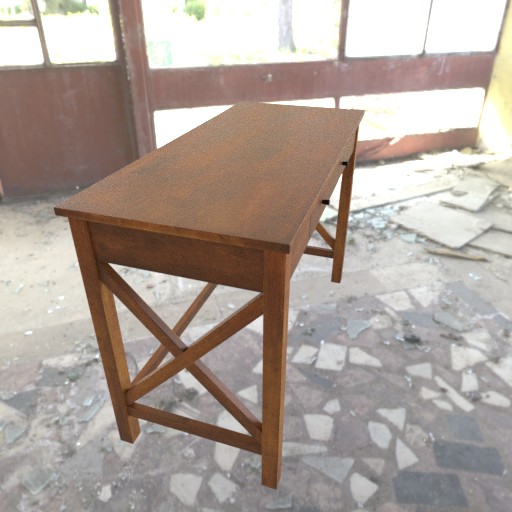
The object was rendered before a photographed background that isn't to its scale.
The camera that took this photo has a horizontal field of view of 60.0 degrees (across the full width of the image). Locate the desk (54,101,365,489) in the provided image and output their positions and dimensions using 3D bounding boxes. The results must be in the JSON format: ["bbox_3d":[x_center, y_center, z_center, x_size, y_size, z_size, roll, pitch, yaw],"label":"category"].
[{"bbox_3d":[0.000,0.000,1.495,0.508,0.762,1.117,10,32,16],"label":"desk"}]
